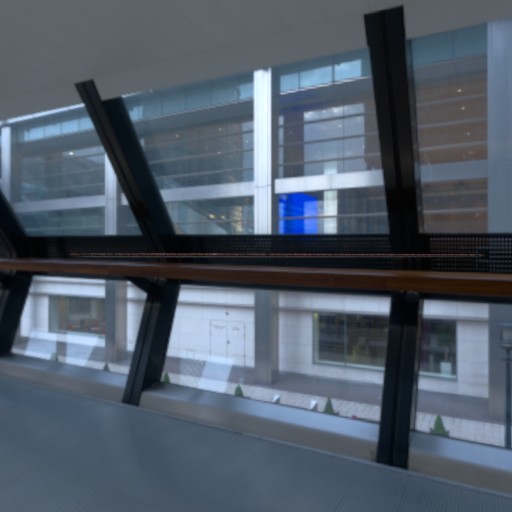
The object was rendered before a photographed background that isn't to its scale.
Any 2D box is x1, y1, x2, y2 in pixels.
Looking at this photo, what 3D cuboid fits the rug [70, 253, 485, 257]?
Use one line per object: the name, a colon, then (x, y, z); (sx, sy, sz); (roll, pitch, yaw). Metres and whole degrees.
rug: (0.000, 0.000, 4.170); (3.032, 0.020, 2.411); (0, 0, -18)
